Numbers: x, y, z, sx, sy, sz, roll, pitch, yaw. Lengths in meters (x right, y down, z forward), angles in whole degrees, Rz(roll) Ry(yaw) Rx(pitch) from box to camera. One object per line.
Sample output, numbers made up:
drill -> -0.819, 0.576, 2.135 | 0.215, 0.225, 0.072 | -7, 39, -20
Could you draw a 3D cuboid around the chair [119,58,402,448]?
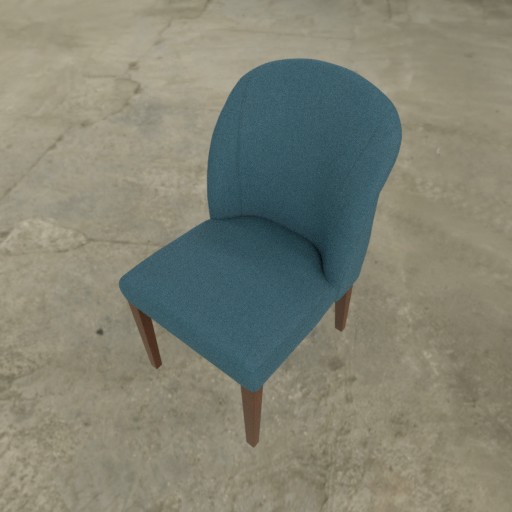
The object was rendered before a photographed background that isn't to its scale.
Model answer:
chair -> 0.000, 0.000, 1.247 | 0.507, 0.879, 0.620 | 30, 52, 26
